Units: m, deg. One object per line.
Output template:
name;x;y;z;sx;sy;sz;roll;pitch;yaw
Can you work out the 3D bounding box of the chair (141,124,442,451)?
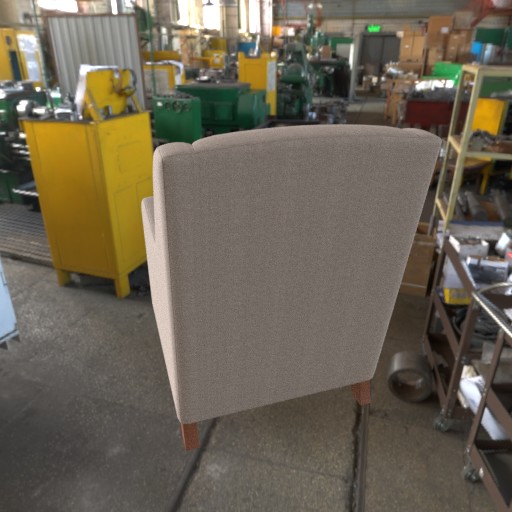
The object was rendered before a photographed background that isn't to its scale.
chair;0.000;0.000;1.590;0.715;1.017;0.890;-8;26;-16
